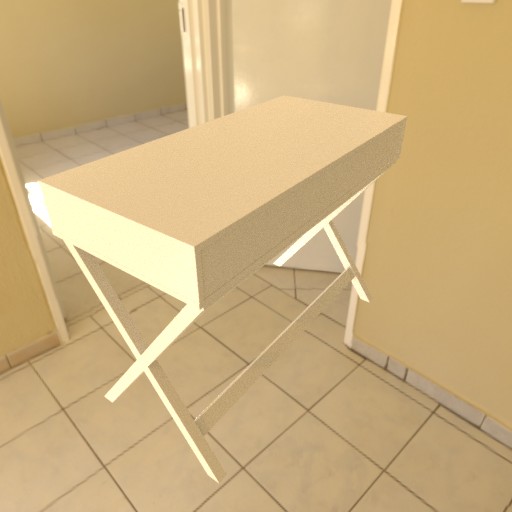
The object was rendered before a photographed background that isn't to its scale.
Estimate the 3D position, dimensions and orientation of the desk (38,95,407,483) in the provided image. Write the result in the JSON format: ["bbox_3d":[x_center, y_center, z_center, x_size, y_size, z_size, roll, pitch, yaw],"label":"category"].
[{"bbox_3d":[0.000,0.000,1.492,0.509,0.780,1.059,22,39,30],"label":"desk"}]
